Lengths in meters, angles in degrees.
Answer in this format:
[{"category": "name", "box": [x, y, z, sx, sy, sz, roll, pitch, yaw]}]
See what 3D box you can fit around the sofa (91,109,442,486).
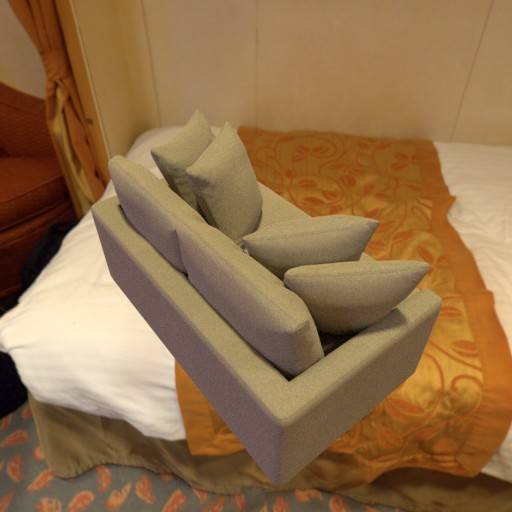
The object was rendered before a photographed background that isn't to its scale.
[{"category": "sofa", "box": [0.000, 0.000, 2.584, 1.228, 1.080, 1.869, -27, 48, -28]}]
